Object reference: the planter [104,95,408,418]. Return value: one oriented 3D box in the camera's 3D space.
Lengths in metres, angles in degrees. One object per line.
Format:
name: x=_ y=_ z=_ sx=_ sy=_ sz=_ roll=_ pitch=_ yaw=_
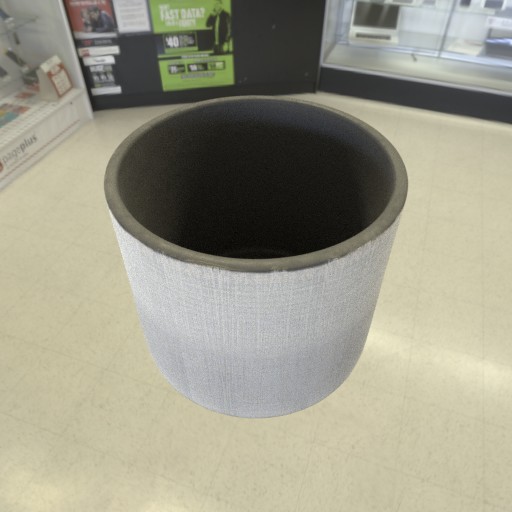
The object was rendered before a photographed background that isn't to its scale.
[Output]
planter: x=0.000 y=0.000 z=0.401 sx=0.226 sy=0.201 sz=0.226 roll=0 pitch=45 yaw=0
